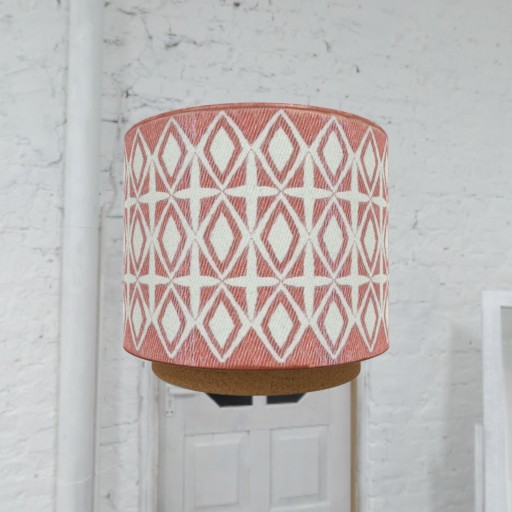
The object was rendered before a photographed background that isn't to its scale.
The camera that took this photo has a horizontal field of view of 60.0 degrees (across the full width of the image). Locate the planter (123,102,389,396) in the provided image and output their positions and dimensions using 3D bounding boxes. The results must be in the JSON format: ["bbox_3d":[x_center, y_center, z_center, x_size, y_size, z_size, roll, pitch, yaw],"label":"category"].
[{"bbox_3d":[0.000,0.000,0.477,0.273,0.237,0.273,0,-1,0],"label":"planter"}]
